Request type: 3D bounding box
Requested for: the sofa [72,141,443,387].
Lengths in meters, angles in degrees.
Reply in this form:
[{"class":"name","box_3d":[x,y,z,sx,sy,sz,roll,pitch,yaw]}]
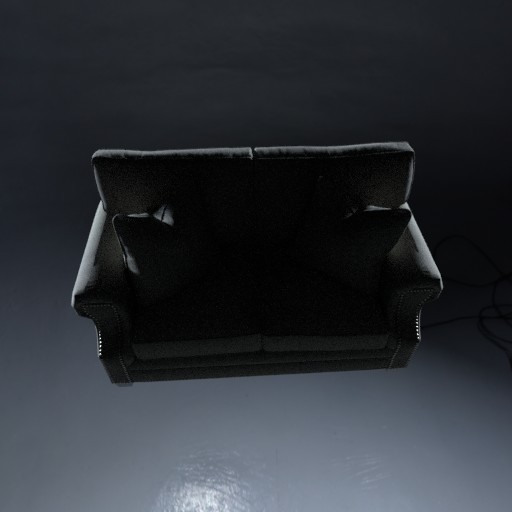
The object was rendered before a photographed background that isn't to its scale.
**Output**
[{"class":"sofa","box_3d":[0.000,0.000,2.317,1.701,0.966,0.966,-2,45,-2]}]
